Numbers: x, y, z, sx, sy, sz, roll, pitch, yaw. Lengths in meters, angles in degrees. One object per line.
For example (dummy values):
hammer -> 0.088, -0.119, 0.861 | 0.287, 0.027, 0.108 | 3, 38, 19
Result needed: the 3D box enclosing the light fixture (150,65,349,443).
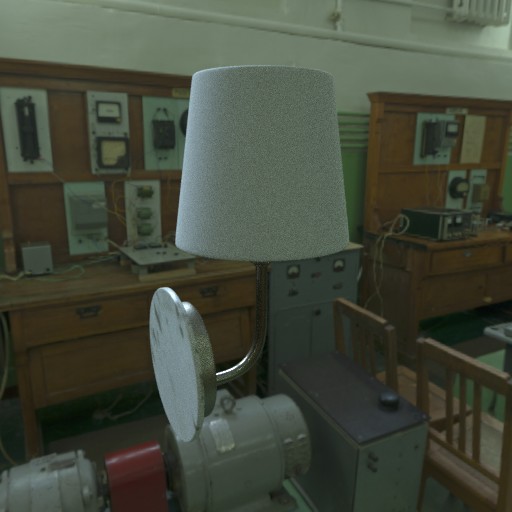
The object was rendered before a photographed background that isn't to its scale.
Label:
light fixture -> 0.000, 0.000, 0.445 | 0.188, 0.337, 0.168 | -7, 16, -28
